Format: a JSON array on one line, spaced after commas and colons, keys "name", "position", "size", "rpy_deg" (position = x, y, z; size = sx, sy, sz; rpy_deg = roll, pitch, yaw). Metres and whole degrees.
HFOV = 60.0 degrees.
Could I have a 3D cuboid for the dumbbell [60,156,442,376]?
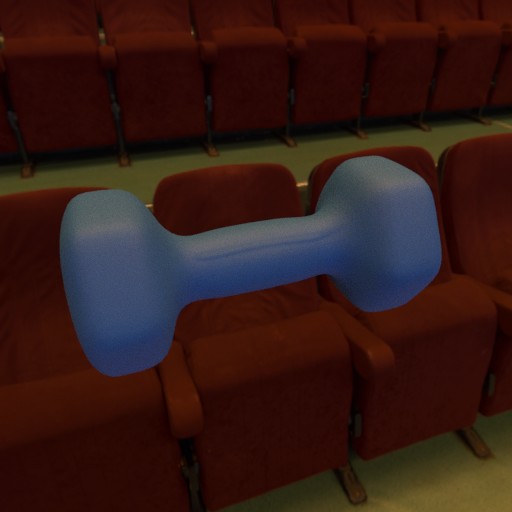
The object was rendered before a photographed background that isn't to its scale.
[{"name": "dumbbell", "position": [0.000, 0.000, 0.265], "size": [0.212, 0.093, 0.103], "rpy_deg": [-10, 33, -17]}]
